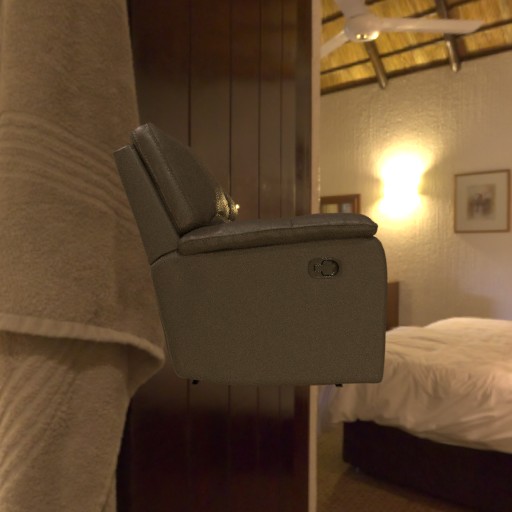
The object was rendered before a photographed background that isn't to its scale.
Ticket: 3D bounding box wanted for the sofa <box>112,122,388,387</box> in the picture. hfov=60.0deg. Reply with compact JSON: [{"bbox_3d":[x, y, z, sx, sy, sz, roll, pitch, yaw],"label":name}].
[{"bbox_3d":[0.000,0.000,2.492,1.104,1.111,1.765,0,1,1],"label":"sofa"}]
